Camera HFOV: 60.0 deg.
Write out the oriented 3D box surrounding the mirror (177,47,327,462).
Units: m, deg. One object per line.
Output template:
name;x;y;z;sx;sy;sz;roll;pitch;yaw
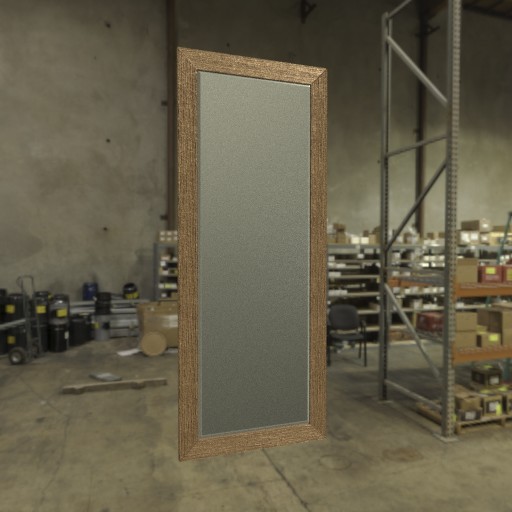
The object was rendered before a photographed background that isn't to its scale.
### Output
mirror;0.000;0.000;2.313;0.812;2.031;0.026;0;1;-19
